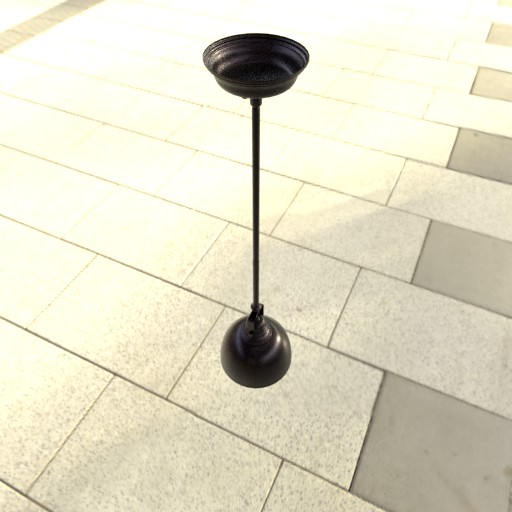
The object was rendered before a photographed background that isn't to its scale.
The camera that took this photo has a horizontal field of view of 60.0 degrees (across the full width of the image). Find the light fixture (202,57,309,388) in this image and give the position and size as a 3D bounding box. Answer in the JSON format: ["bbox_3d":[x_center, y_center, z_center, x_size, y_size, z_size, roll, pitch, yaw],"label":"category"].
[{"bbox_3d":[0.000,0.000,0.849,0.182,0.768,0.182,18,51,15],"label":"light fixture"}]
